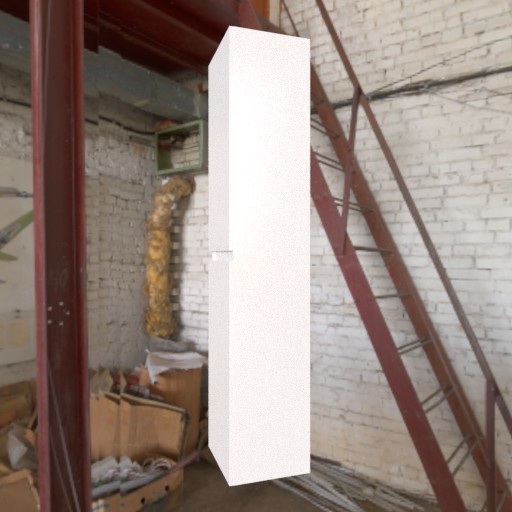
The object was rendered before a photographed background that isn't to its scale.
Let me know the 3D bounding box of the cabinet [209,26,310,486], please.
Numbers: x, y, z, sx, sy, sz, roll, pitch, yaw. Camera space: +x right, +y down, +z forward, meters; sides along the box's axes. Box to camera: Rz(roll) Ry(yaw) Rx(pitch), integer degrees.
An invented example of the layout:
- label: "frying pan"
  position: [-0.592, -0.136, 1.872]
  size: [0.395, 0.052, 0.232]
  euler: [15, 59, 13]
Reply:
- label: "cabinet"
  position: [0.000, 0.000, 1.532]
  size: [0.269, 1.400, 0.300]
  euler: [0, 0, -18]
